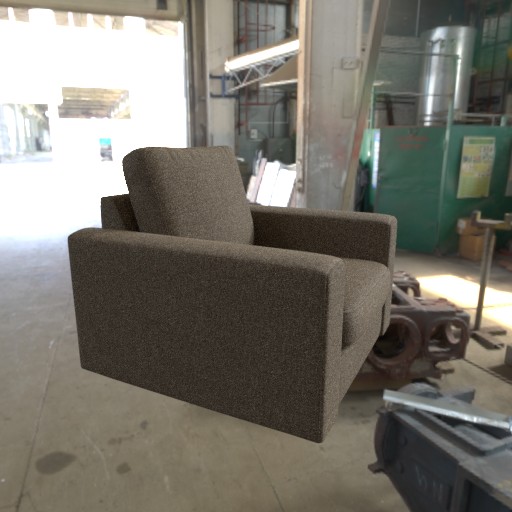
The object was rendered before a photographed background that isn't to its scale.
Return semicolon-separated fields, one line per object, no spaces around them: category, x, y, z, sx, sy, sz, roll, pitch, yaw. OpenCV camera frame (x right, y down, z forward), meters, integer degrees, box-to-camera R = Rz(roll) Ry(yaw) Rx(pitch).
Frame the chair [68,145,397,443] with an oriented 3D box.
chair;0.000;0.000;1.815;1.016;0.873;1.005;7;16;26
